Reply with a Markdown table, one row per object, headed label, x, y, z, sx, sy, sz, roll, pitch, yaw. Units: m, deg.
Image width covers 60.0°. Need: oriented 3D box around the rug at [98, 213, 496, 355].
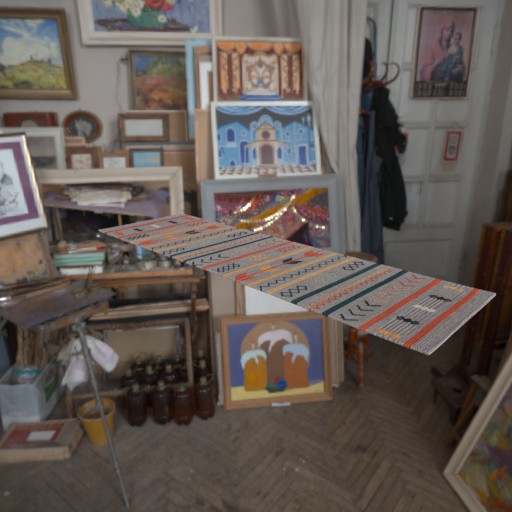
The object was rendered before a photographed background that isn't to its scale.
| label | x | y | z | sx | sy | sz | roll | pitch | yaw |
| --- | --- | --- | --- | --- | --- | --- | --- | --- | --- |
| rug | 0.000 | 0.000 | 2.615 | 2.419 | 0.022 | 0.744 | 17 | 25 | 41 |
